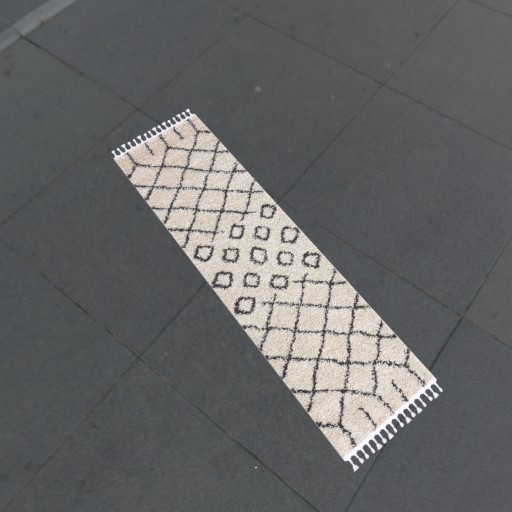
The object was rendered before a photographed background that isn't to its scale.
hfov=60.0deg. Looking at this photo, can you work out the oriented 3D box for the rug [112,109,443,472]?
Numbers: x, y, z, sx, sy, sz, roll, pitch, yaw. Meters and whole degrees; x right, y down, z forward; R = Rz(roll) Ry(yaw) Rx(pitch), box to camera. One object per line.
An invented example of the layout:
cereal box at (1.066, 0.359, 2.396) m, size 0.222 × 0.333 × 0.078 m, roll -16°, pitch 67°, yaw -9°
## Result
rug at (0.000, 0.000, 2.688) m, size 0.660 × 0.005 × 2.464 m, roll -34°, pitch 69°, yaw -15°
